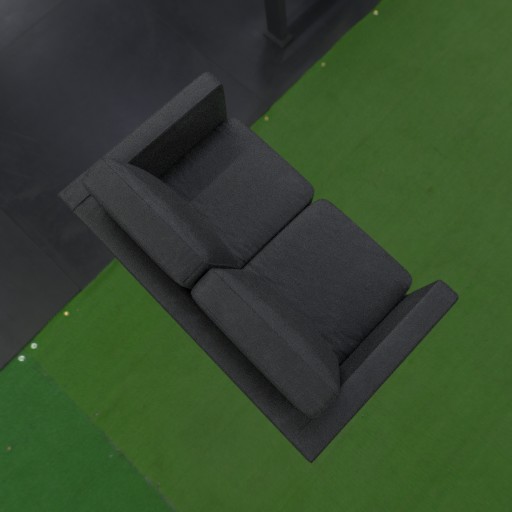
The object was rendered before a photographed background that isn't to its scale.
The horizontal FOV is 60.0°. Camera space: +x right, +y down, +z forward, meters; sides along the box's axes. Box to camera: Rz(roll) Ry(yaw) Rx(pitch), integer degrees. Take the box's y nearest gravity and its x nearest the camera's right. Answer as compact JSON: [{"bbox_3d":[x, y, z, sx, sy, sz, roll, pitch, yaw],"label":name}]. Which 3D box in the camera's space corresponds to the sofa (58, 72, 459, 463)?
[{"bbox_3d":[0.000,0.000,1.981,0.879,0.899,1.430,-44,80,-10],"label":"sofa"}]
